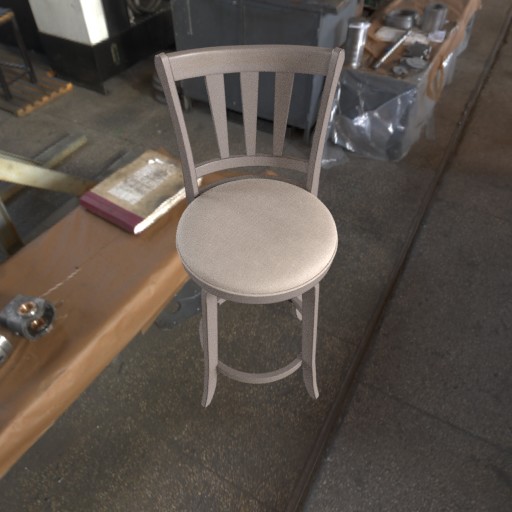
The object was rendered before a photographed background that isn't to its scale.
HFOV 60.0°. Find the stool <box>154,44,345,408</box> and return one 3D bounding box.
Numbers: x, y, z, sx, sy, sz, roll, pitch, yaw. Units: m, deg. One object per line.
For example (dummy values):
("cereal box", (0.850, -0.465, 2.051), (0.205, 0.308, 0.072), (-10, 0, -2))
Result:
("stool", (0.000, 0.000, 1.265), (0.436, 1.023, 0.475), (-3, 47, -3))
